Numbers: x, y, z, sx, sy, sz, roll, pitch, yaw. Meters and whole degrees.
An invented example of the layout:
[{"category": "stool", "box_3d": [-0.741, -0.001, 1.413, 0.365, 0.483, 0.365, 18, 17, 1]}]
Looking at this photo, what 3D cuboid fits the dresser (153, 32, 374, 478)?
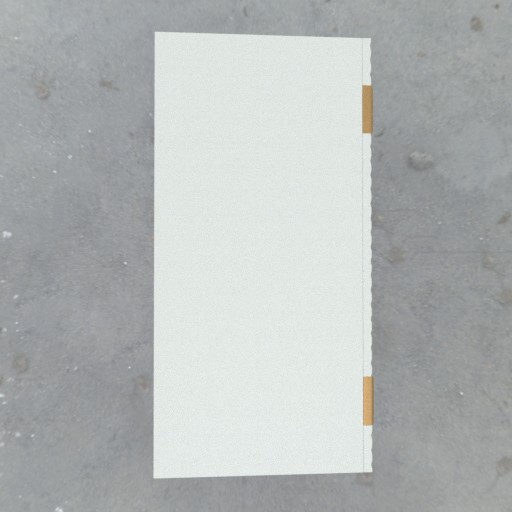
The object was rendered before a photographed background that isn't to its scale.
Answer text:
[{"category": "dresser", "box_3d": [0.000, 0.000, 1.271, 0.457, 0.721, 0.905, 0, 89, -3]}]
